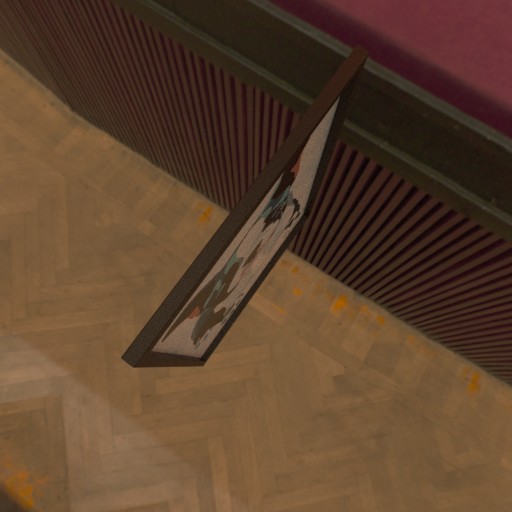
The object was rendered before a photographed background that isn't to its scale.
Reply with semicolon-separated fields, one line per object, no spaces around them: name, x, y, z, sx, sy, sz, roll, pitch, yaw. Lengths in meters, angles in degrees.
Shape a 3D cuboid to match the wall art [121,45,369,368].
wall art;0.000;0.000;1.339;0.030;1.027;0.774;34;79;8
